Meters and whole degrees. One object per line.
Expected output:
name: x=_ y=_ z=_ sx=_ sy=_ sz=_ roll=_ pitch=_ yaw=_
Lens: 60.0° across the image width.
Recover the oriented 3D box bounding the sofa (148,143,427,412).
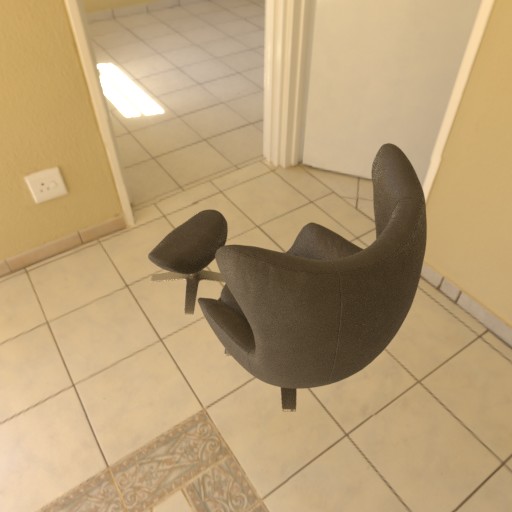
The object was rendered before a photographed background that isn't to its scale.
sofa: x=0.000 y=0.000 z=2.070 sx=0.894 sy=1.135 sz=1.444 roll=-34 pitch=54 yaw=-29
